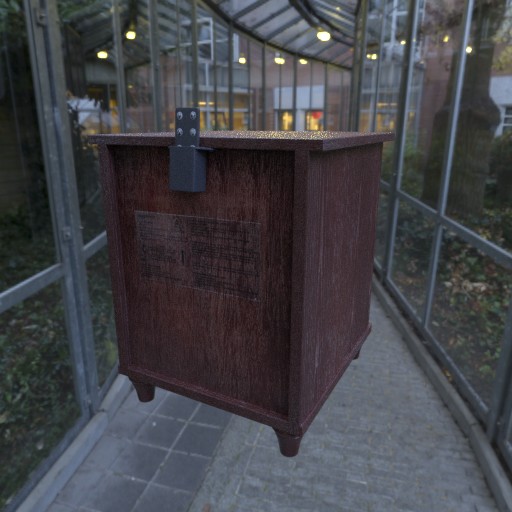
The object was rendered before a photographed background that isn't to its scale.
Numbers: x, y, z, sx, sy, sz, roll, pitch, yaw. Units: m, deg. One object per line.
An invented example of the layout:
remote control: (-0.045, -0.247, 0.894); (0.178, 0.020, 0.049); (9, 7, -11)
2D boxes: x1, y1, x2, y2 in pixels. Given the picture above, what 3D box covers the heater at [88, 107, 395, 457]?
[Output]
heater: (0.000, 0.000, 0.772); (0.362, 0.481, 0.400); (9, 19, 27)
